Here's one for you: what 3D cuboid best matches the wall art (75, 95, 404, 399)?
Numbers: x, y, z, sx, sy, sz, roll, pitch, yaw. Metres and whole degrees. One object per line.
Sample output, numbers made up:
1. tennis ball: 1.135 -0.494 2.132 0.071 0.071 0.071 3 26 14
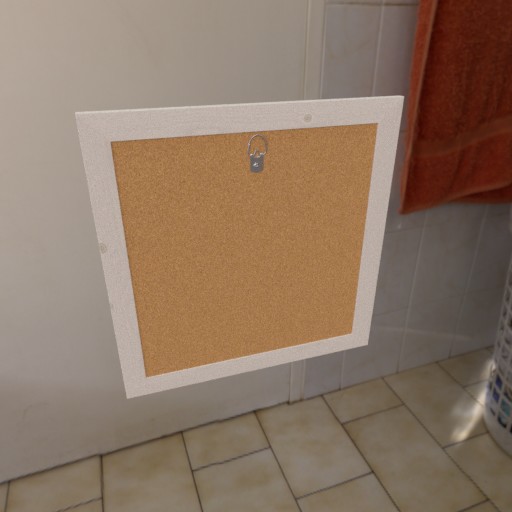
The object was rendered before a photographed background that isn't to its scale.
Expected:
1. wall art: 0.000 0.000 0.878 0.572 0.577 0.015 -9 29 -16
